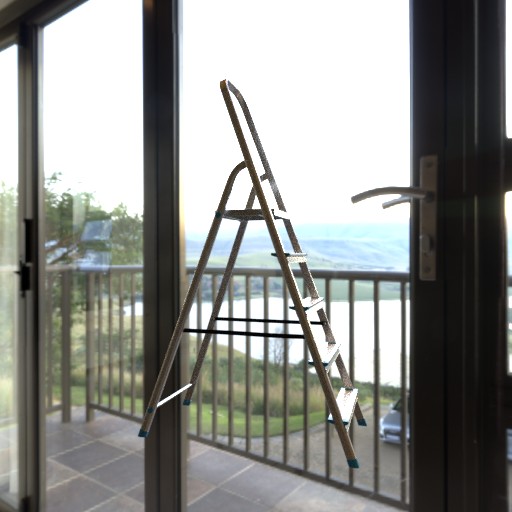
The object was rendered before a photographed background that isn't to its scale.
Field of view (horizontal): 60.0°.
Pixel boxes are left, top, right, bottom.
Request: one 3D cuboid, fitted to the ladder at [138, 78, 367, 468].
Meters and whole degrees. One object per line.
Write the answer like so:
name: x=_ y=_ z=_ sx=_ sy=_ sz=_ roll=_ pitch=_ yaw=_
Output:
ladder: x=0.000 y=0.000 z=2.089 sx=0.990 sy=1.648 sz=0.468 roll=0 pitch=0 yaw=18
